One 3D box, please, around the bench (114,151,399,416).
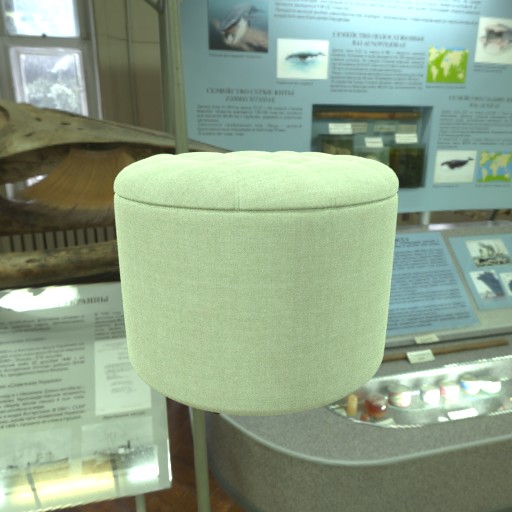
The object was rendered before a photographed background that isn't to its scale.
[{"bbox_3d":[0.000,0.000,1.017,0.600,0.453,0.600,0,16,0],"label":"bench"}]
